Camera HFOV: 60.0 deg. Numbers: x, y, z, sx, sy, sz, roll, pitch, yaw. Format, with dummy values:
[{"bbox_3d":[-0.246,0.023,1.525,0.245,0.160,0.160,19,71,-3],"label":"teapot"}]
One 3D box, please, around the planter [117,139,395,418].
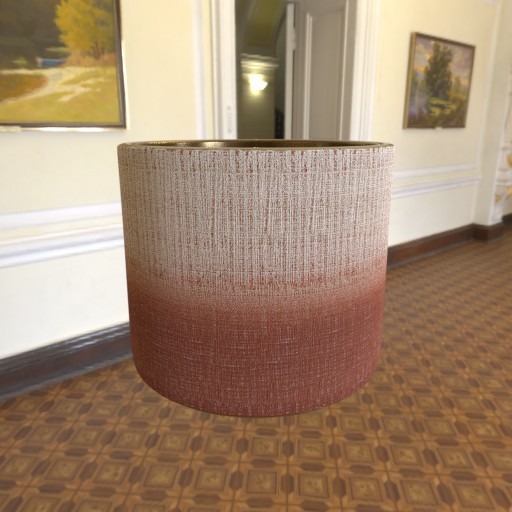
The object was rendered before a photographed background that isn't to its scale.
[{"bbox_3d":[0.000,0.000,0.444,0.254,0.221,0.254,0,16,0],"label":"planter"}]
